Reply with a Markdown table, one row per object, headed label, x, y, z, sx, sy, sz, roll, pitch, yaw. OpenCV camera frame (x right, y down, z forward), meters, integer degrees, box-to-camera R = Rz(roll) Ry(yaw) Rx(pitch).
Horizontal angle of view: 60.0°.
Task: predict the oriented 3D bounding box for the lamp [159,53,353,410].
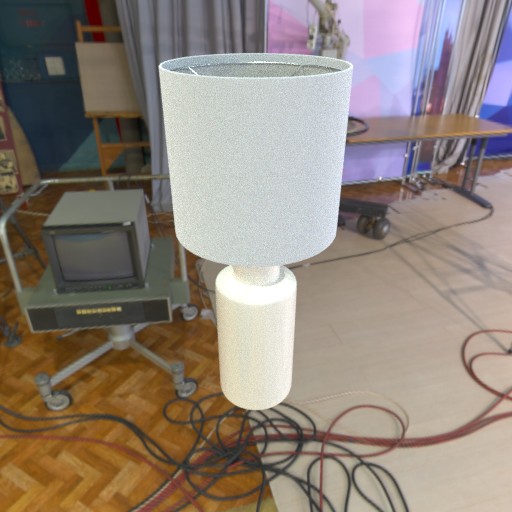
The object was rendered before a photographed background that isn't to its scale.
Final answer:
| label | x | y | z | sx | sy | sz | roll | pitch | yaw |
| --- | --- | --- | --- | --- | --- | --- | --- | --- | --- |
| lamp | 0.000 | 0.000 | 0.614 | 0.212 | 0.493 | 0.212 | 20 | 35 | 30 |
